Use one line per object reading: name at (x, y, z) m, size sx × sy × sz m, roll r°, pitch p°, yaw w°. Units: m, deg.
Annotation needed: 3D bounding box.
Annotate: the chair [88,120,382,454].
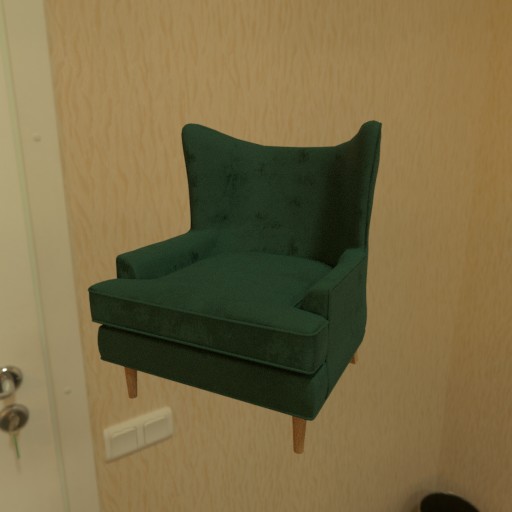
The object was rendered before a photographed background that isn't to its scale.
chair at (0.000, 0.000, 1.627) m, size 0.793 × 0.952 × 0.910 m, roll 7°, pitch 17°, yaw 26°
